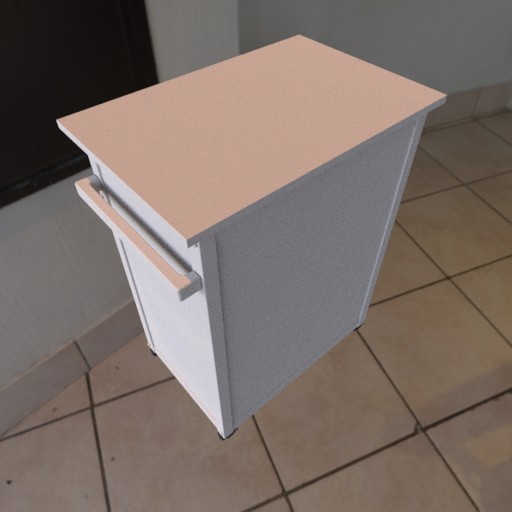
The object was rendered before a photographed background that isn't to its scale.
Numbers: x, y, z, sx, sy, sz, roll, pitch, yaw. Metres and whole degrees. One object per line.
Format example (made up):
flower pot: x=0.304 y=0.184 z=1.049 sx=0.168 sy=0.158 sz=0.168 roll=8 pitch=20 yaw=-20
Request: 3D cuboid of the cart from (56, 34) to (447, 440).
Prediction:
cart: x=0.000 y=0.000 z=1.206 sx=0.683 sy=0.864 sz=0.442 roll=-32 pitch=54 yaw=-27
